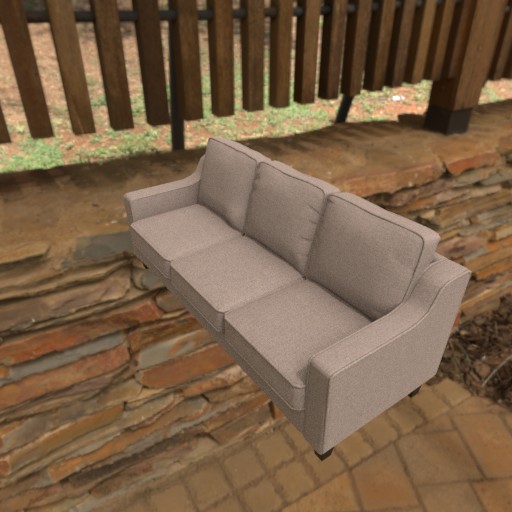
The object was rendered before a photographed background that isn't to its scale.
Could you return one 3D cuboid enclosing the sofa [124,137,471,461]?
[{"bbox_3d":[0.000,0.000,2.674,0.899,0.950,2.129,-20,37,-30],"label":"sofa"}]
